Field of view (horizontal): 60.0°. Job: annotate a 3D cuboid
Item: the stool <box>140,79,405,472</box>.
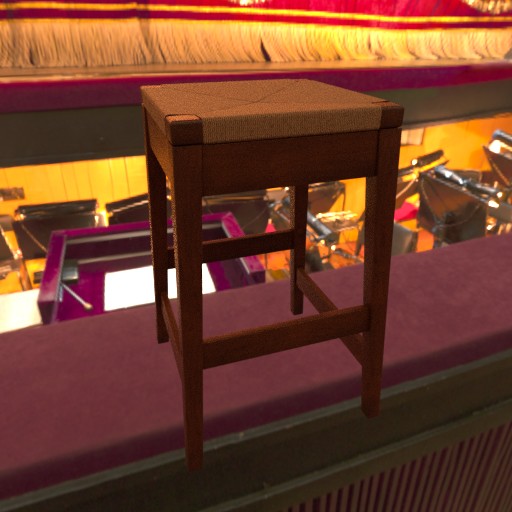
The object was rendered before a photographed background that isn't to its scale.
[{"bbox_3d":[0.000,0.000,1.098,0.497,0.762,0.507,-9,30,-17],"label":"stool"}]
